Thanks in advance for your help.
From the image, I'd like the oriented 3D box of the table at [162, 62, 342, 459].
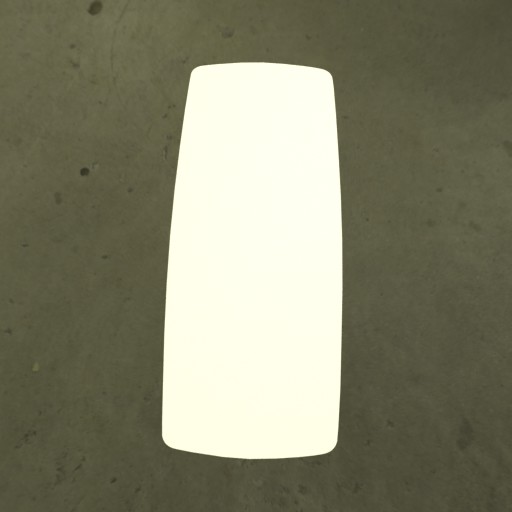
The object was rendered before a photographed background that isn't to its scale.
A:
[{"bbox_3d":[0.000,0.000,1.675,0.561,0.474,1.334,2,75,0],"label":"table"}]
